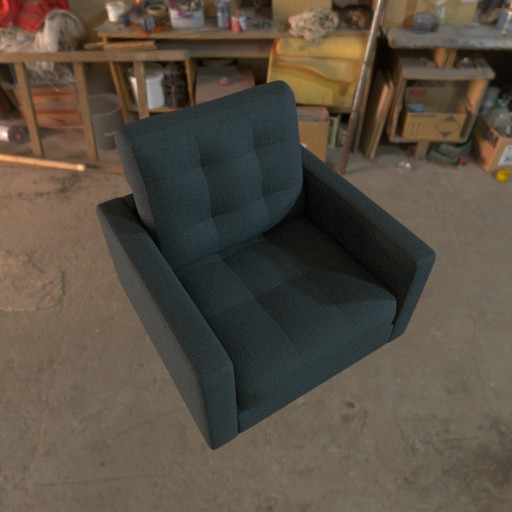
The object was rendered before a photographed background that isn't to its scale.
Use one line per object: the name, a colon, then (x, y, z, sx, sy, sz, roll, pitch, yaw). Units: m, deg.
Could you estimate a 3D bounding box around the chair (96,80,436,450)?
chair: (0.000, 0.000, 1.514, 0.821, 0.880, 0.843, -24, 51, -21)
